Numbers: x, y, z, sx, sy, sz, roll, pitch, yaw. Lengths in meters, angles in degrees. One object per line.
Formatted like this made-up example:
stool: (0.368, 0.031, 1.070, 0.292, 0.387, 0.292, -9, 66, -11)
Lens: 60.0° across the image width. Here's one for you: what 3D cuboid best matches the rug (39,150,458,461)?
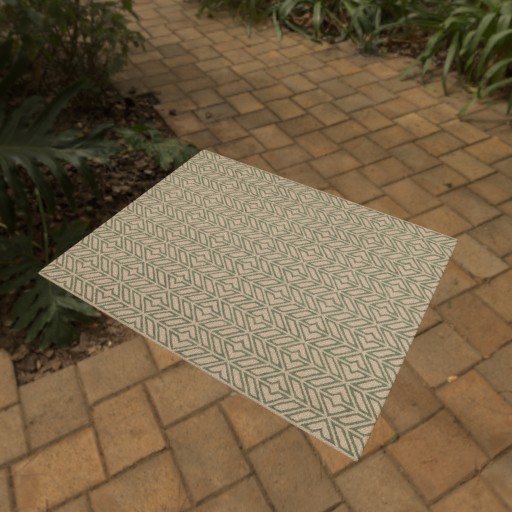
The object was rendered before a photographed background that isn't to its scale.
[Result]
rug: (0.000, 0.000, 4.095, 3.050, 0.017, 2.441, 24, 49, 22)
